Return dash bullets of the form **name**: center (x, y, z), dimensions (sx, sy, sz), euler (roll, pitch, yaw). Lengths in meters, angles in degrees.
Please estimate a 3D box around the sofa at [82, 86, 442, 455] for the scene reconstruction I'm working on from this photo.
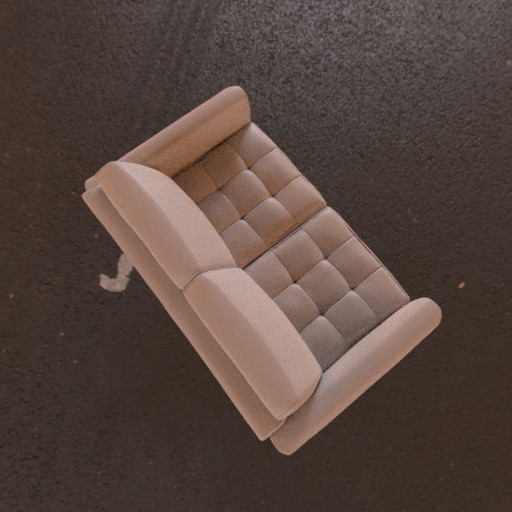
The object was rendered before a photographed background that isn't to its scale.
- **sofa**: center (0.000, 0.000, 2.495), dimensions (1.121, 0.930, 1.819), euler (-37, 77, -10)
